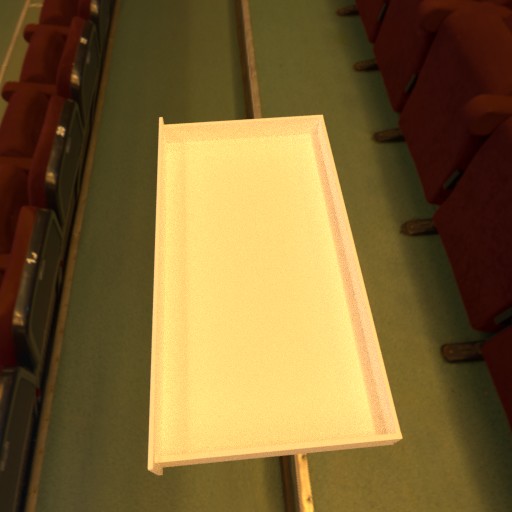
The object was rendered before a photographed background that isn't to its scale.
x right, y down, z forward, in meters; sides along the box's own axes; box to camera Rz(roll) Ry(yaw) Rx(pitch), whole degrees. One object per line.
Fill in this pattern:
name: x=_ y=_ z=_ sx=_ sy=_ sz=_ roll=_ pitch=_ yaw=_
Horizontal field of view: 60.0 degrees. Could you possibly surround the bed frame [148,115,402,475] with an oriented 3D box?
bed frame: x=0.000 y=0.000 z=1.535 sx=0.670 sy=0.141 sz=1.300 roll=-4 pitch=59 yaw=-3
